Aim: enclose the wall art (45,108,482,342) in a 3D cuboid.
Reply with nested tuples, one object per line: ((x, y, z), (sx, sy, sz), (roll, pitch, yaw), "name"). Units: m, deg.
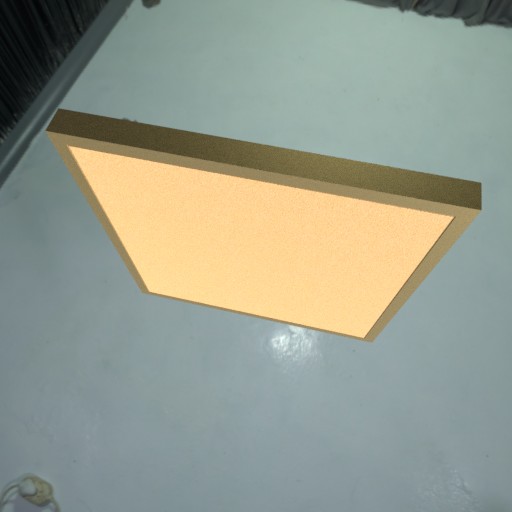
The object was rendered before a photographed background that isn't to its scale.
((0.000, 0.000, 1.866), (1.284, 1.284, 0.095), (11, 63, 6), "wall art")
